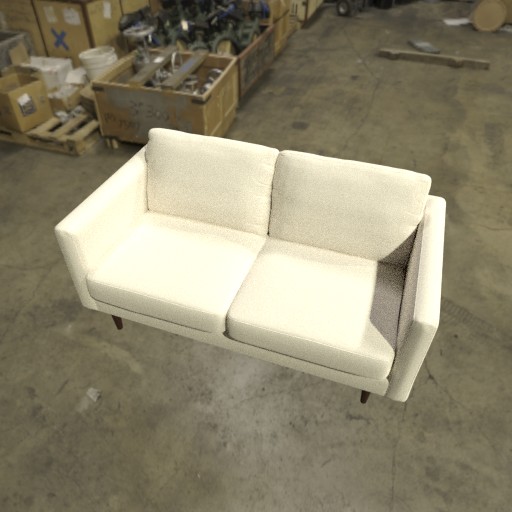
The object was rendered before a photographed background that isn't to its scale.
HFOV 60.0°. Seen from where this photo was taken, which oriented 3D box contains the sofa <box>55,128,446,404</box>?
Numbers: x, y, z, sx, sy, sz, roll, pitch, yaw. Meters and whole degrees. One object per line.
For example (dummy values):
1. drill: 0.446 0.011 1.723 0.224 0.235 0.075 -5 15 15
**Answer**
1. sofa: 0.000 0.000 2.283 1.713 0.893 0.940 13 44 14
